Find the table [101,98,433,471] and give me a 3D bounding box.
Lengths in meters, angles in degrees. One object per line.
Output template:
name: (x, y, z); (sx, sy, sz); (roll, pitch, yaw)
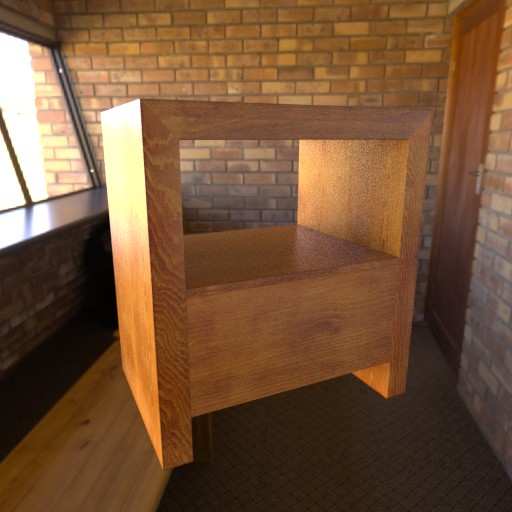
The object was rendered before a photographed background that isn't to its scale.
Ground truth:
table: (0.000, 0.000, 0.973); (0.550, 0.605, 0.400); (-7, 16, -25)
